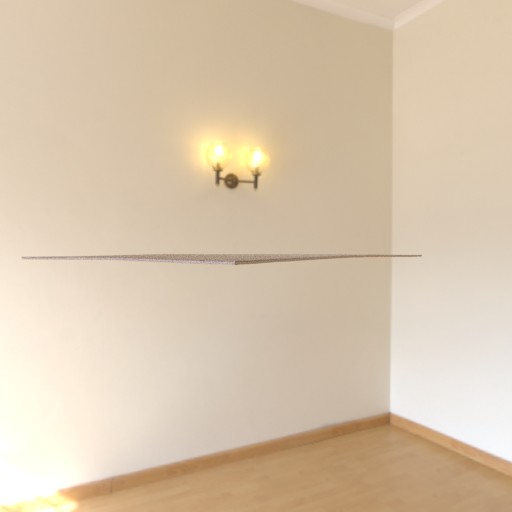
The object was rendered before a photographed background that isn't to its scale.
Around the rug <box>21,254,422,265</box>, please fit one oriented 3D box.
[{"bbox_3d":[0.000,0.000,2.256,1.154,0.021,1.792,1,1,36],"label":"rug"}]
